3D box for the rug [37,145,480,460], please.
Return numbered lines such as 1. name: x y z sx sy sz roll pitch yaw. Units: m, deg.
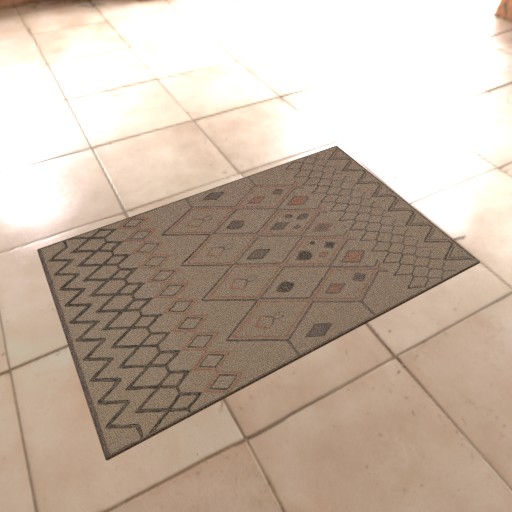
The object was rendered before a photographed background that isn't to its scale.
1. rug: 0.000 0.000 2.869 2.438 0.015 1.524 -23 51 -20
